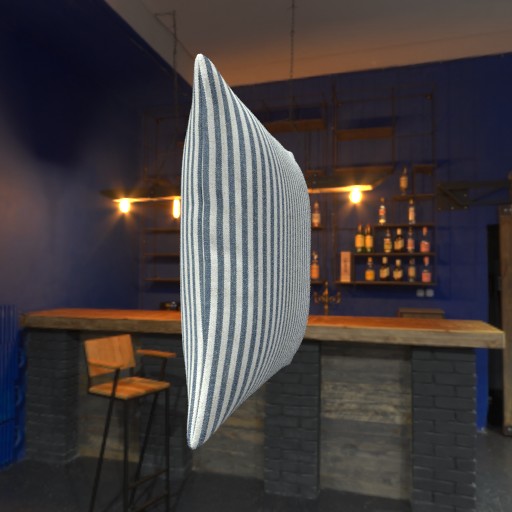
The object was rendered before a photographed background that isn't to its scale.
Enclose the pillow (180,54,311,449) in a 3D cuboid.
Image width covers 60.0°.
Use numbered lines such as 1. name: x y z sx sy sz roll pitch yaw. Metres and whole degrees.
1. pillow: 0.000 0.000 0.816 0.166 0.510 0.523 -1 -2 18
